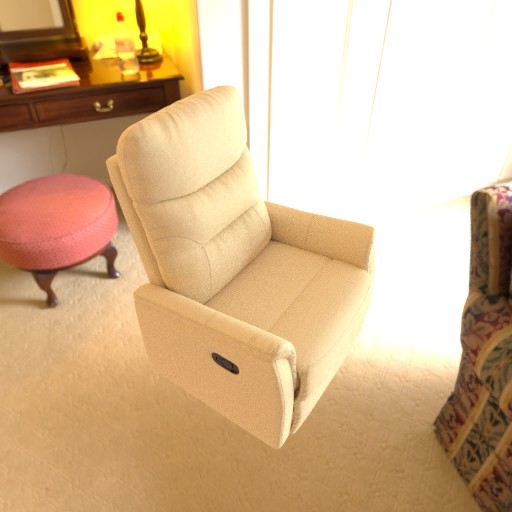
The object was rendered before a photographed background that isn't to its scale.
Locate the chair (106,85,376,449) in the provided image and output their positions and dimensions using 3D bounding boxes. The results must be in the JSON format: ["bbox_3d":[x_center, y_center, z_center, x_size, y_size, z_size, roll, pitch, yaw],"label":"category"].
[{"bbox_3d":[0.000,0.000,1.691,0.831,1.082,0.775,24,46,25],"label":"chair"}]
